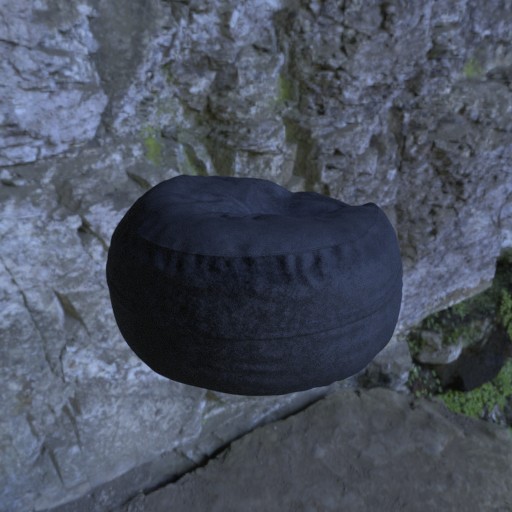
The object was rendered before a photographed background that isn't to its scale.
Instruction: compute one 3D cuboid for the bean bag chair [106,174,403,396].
[{"bbox_3d":[0.000,0.000,2.367,1.525,0.751,1.525,0,25,0],"label":"bean bag chair"}]
